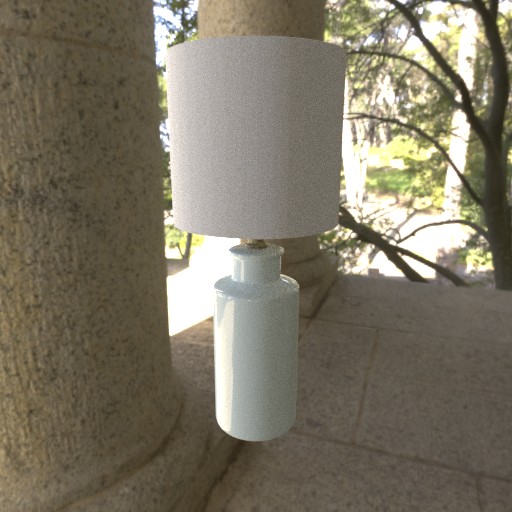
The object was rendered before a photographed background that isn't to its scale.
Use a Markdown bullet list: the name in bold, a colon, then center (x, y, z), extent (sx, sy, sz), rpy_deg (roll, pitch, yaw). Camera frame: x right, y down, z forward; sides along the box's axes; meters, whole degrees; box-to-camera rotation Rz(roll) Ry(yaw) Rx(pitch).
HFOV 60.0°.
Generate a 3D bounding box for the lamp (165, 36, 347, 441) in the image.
- **lamp**: center (0.000, 0.000, 0.590), extent (0.212, 0.493, 0.212), rpy_deg (-3, 15, -9)
